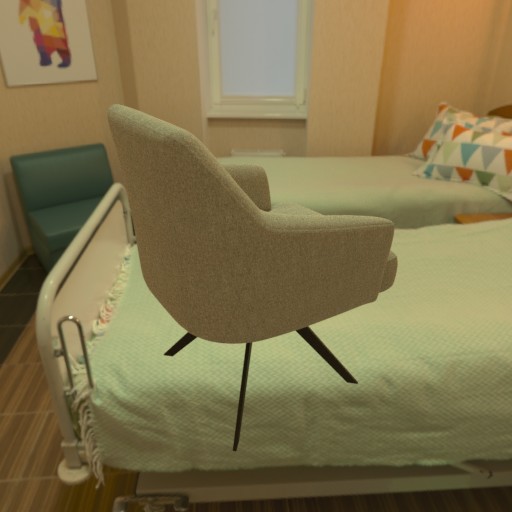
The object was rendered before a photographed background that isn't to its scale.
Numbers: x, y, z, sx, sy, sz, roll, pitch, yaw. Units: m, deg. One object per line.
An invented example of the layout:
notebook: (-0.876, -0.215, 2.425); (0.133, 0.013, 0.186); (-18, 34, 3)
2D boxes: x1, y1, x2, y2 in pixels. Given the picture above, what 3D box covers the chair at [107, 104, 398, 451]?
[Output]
chair: (0.000, 0.000, 1.324); (0.677, 0.874, 0.642); (-17, 32, -29)
